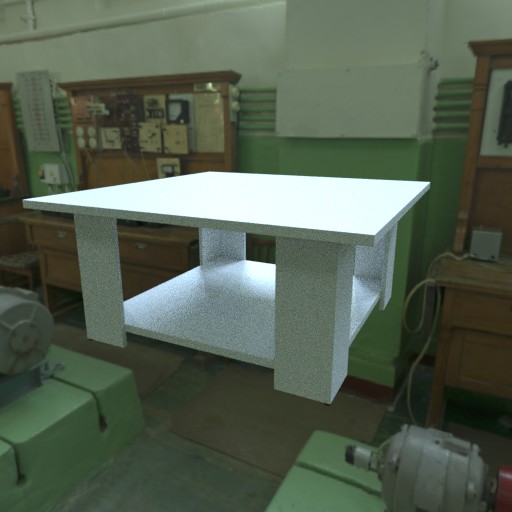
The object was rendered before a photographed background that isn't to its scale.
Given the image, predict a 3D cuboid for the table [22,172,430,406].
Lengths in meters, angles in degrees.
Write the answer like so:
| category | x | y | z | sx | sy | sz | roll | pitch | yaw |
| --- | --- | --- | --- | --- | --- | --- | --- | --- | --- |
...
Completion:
| category | x | y | z | sx | sy | sz | roll | pitch | yaw |
| --- | --- | --- | --- | --- | --- | --- | --- | --- | --- |
| table | 0.000 | 0.000 | 1.039 | 0.670 | 0.305 | 0.670 | 8 | 18 | 25 |
